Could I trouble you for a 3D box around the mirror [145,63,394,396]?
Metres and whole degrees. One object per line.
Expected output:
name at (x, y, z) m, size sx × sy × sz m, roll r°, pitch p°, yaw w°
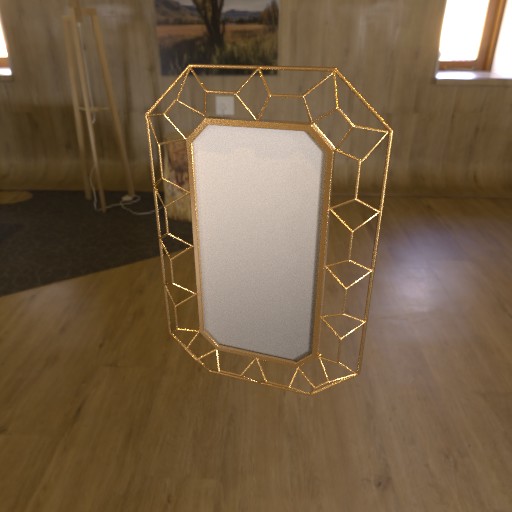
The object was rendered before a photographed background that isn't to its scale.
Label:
mirror at (0.000, 0.000, 1.102) m, size 0.572 × 0.870 × 0.051 m, roll 9°, pitch 28°, yaw 16°
